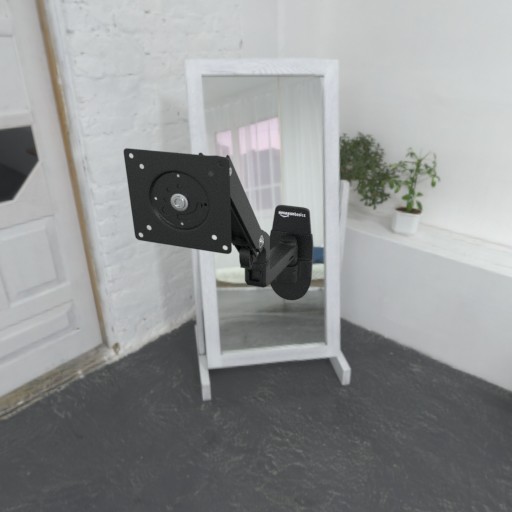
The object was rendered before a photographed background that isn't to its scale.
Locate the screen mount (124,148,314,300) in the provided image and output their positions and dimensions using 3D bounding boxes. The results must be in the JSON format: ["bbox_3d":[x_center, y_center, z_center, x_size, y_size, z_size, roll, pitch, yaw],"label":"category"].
[{"bbox_3d":[0.000,0.000,0.744,0.115,0.466,0.495,9,29,17],"label":"screen mount"}]
